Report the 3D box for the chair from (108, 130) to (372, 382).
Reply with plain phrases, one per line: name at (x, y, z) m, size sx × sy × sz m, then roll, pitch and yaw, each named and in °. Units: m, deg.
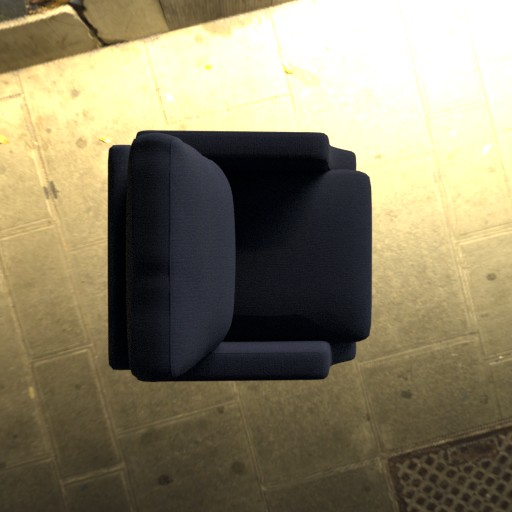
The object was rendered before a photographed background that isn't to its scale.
chair at (0.000, 0.000, 1.635) m, size 0.897 × 0.991 × 0.855 m, roll 0°, pitch 90°, yaw -2°
